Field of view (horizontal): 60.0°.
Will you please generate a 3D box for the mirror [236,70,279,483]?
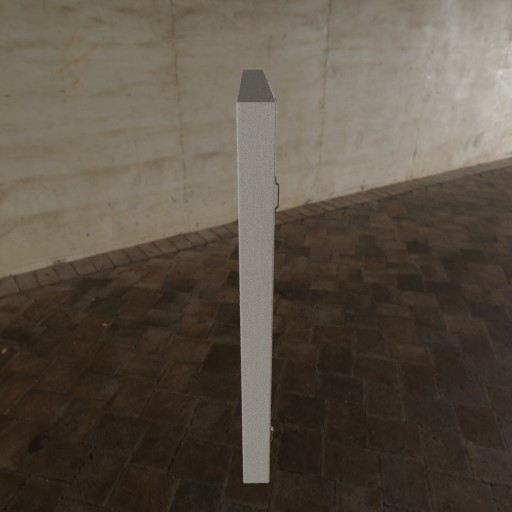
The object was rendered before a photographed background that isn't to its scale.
[{"bbox_3d":[0.000,0.000,0.688,0.041,0.508,0.405,0,27,-1],"label":"mirror"}]
